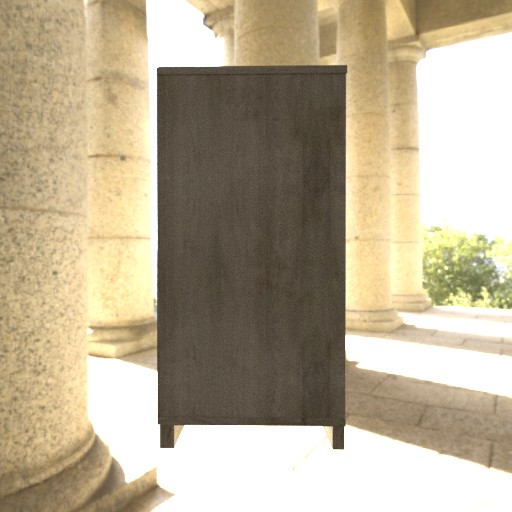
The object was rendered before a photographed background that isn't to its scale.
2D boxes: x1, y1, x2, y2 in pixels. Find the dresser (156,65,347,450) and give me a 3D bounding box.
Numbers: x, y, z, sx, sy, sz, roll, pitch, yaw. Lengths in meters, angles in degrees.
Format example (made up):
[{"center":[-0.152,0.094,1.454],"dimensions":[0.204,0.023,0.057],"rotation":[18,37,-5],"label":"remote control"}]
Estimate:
[{"center":[0.000,0.000,1.438],"dimensions":[0.404,0.816,0.994],"rotation":[0,1,1],"label":"dresser"}]
